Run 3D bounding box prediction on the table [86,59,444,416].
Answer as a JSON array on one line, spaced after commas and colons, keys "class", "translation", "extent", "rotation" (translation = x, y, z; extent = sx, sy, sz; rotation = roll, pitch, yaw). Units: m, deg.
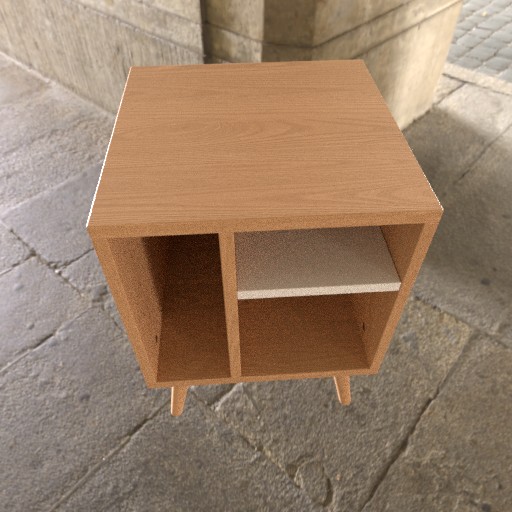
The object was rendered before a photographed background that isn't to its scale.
[{"class": "table", "translation": [0.000, 0.000, 0.830], "extent": [0.400, 0.550, 0.400], "rotation": [-3, 47, -3]}]
